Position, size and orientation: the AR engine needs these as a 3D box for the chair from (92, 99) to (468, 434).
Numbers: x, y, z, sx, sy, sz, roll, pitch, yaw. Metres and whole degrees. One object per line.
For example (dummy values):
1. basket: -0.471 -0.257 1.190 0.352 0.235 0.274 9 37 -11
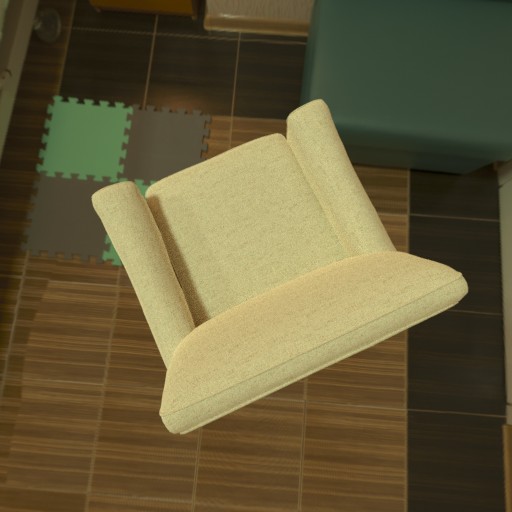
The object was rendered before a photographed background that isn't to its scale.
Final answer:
1. chair: 0.000 0.000 1.585 0.870 0.943 0.823 -24 79 -5
